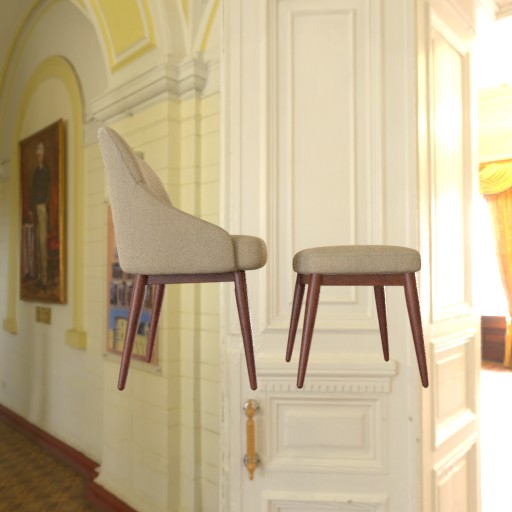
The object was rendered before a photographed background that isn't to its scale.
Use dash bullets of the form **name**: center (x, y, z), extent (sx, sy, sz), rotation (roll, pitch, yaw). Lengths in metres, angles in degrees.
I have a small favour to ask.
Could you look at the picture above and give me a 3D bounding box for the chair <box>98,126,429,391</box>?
- **chair**: center (0.000, 0.000, 1.634), extent (1.114, 0.866, 0.584), rotation (0, -1, -2)
